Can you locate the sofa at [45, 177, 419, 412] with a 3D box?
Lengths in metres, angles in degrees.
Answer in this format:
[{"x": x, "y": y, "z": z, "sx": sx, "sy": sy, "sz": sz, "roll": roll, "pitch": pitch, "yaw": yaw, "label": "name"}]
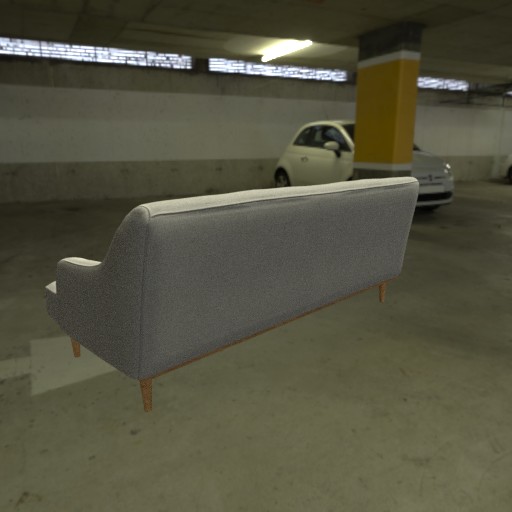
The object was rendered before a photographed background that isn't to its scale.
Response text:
[{"x": 0.000, "y": 0.000, "z": 2.552, "sx": 2.057, "sy": 0.871, "sz": 0.978, "roll": -13, "pitch": 19, "yaw": -43, "label": "sofa"}]
